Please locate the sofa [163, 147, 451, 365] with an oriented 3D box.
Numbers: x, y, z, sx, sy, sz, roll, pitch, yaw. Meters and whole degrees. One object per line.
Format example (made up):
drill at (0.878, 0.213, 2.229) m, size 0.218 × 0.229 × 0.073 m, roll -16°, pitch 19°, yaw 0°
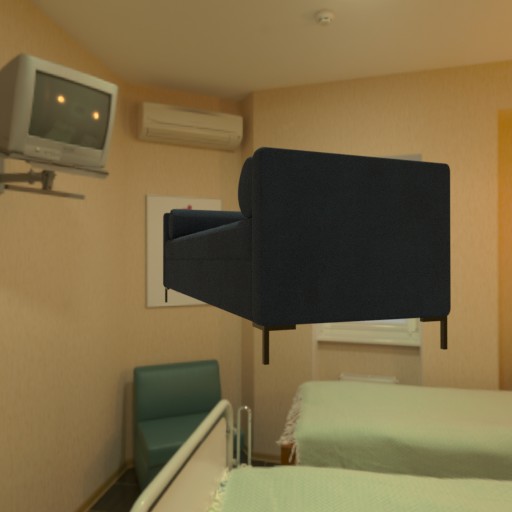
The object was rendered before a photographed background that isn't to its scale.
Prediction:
sofa at (0.000, 0.000, 2.292) m, size 0.686 × 0.635 × 1.981 m, roll 0°, pitch -1°, yaw -20°
